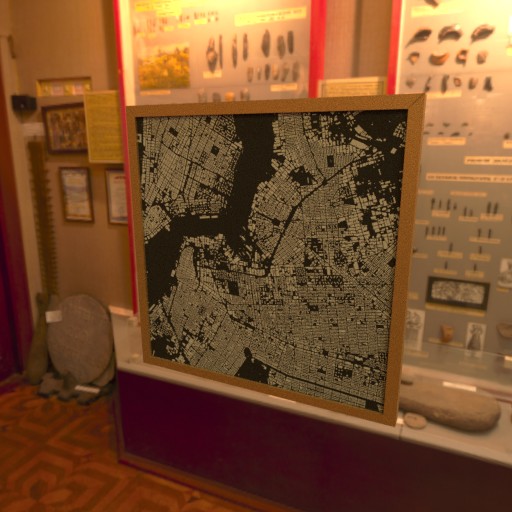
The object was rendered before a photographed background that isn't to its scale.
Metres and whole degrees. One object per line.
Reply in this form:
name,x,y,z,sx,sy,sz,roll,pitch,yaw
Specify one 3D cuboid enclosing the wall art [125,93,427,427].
wall art,0.000,0.000,2.910,1.926,1.926,0.099,7,16,24
